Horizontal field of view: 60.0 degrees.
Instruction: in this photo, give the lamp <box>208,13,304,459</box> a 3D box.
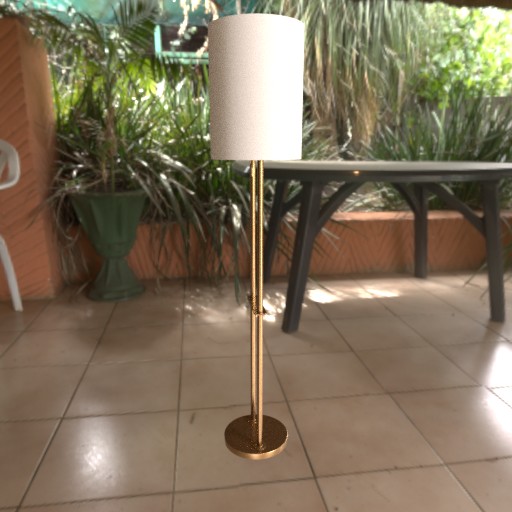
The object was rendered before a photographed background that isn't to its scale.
[{"bbox_3d":[0.000,0.000,1.591,0.305,1.500,0.306,-2,14,-9],"label":"lamp"}]
